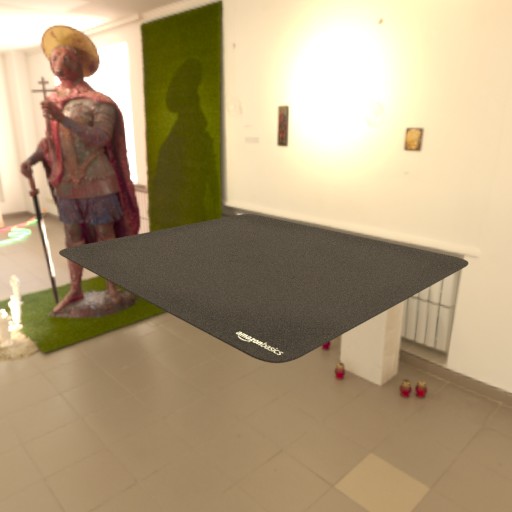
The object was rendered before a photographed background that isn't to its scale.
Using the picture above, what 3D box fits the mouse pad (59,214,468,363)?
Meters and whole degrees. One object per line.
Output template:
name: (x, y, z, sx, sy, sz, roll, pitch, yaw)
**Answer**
mouse pad: (0.000, 0.000, 0.628, 0.393, 0.002, 0.451, -16, 23, -42)
